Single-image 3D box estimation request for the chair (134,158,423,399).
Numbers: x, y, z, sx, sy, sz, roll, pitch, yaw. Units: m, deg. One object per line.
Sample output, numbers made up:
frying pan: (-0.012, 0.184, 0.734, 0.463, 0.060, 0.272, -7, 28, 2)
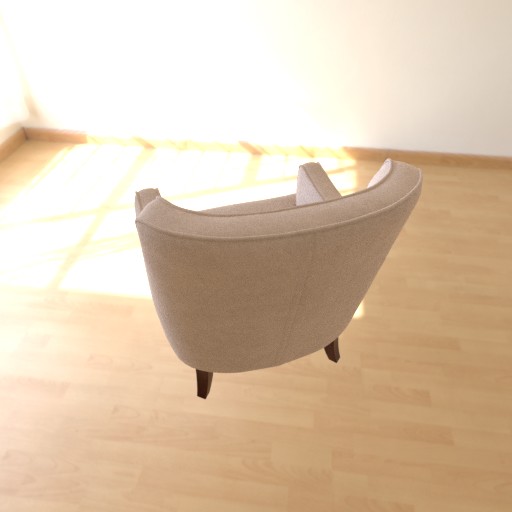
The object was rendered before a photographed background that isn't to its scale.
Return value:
chair: (0.000, 0.000, 1.601, 0.781, 0.920, 0.910, -12, 42, -13)
